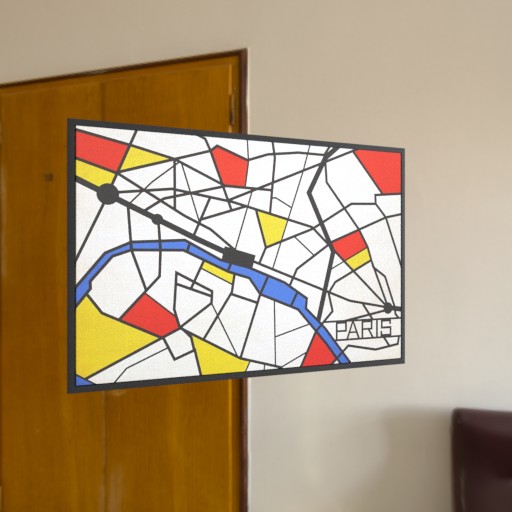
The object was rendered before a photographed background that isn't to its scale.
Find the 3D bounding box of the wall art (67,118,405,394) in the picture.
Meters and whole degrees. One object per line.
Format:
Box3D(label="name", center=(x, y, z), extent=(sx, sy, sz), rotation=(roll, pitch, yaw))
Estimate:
Box3D(label="wall art", center=(0.000, 0.000, 0.846), extent=(0.664, 0.458, 0.013), rotation=(0, 0, -18))
